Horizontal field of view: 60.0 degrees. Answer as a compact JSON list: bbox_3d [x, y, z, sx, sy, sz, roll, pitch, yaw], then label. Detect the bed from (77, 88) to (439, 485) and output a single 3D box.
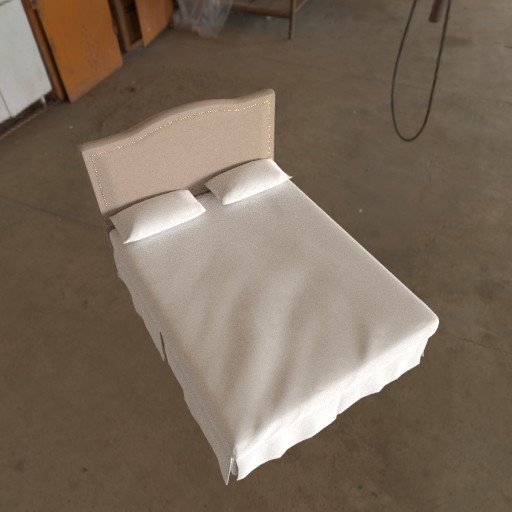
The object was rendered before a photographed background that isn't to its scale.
[{"bbox_3d":[0.000,0.000,3.362,1.821,1.436,2.282,-25,52,-21],"label":"bed"}]
